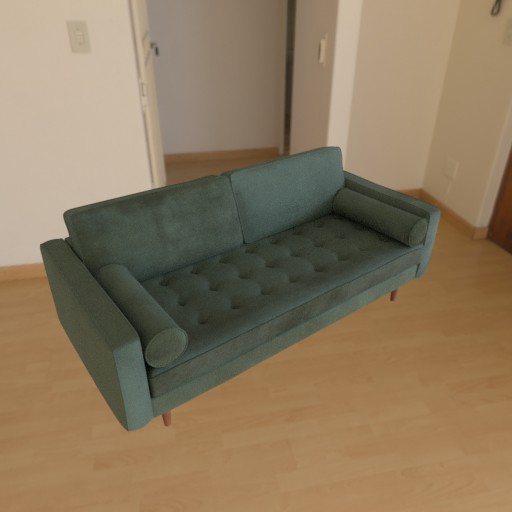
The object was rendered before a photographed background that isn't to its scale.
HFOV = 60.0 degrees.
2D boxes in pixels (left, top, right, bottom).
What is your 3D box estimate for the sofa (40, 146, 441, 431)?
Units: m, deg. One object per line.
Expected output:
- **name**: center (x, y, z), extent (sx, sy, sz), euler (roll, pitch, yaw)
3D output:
- **sofa**: center (0.000, 0.000, 2.313), extent (1.880, 0.772, 0.916), euler (-21, 36, -31)
